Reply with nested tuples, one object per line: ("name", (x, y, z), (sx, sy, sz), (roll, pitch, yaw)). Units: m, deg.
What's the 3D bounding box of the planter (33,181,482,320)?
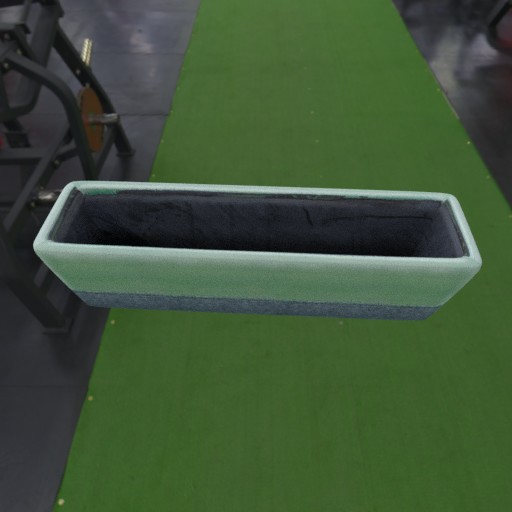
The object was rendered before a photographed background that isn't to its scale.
("planter", (0.000, 0.000, 0.315), (0.275, 0.072, 0.072), (2, 47, 2))
